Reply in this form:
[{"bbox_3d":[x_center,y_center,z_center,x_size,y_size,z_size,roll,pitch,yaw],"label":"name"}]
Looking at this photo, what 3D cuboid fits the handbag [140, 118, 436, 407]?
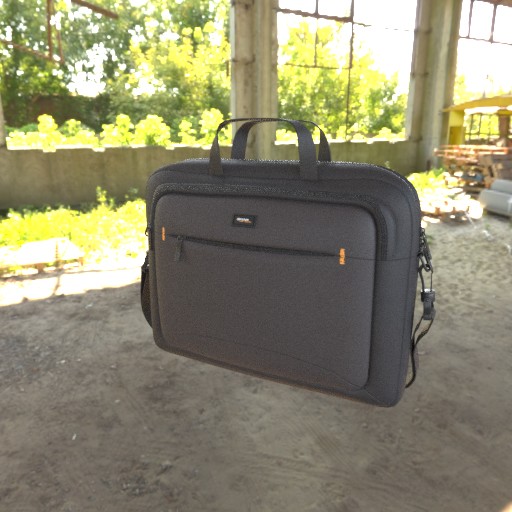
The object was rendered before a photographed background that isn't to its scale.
[{"bbox_3d":[0.000,0.000,0.559,0.429,0.330,0.126,8,17,26],"label":"handbag"}]
